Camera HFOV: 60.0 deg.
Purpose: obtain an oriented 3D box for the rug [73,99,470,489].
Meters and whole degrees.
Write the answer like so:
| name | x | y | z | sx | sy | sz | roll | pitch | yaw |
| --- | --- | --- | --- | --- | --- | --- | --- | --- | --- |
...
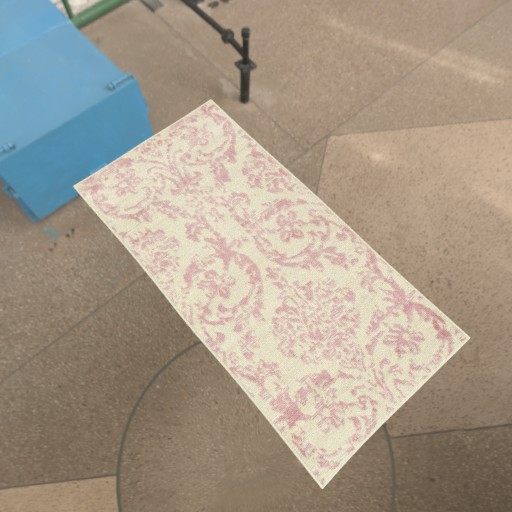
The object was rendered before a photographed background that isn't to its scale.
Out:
| name | x | y | z | sx | sy | sz | roll | pitch | yaw |
| --- | --- | --- | --- | --- | --- | --- | --- | --- | --- |
| rug | 0.000 | 0.000 | 1.406 | 0.604 | 0.007 | 1.219 | -38 | 71 | -16 |
